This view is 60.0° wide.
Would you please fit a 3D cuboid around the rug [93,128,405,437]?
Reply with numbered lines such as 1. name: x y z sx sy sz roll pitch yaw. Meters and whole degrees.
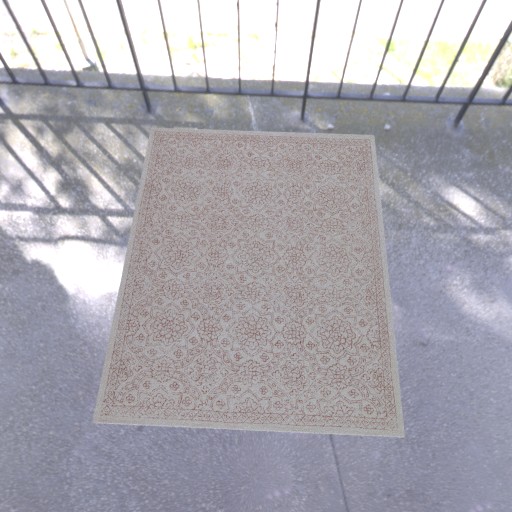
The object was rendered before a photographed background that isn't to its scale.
1. rug: 0.000 0.000 4.149 2.441 0.015 3.050 2 63 1
